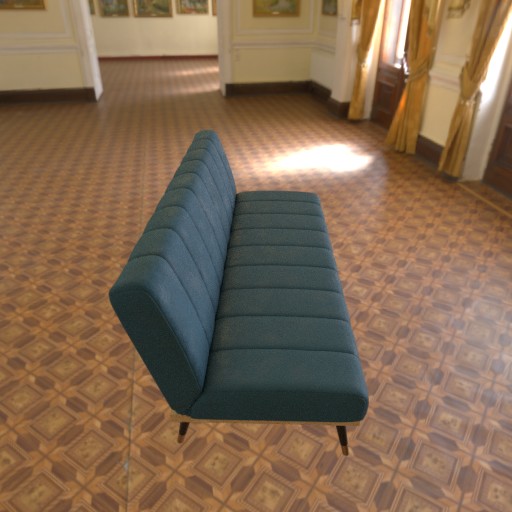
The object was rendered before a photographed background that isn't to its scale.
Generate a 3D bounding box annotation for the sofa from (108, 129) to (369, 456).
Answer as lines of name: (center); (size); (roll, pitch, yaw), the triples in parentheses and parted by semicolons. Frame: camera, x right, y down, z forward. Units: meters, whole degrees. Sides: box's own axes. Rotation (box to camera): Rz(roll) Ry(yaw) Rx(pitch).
sofa: (0.000, 0.000, 2.252); (0.830, 0.825, 1.810); (1, 30, 1)
